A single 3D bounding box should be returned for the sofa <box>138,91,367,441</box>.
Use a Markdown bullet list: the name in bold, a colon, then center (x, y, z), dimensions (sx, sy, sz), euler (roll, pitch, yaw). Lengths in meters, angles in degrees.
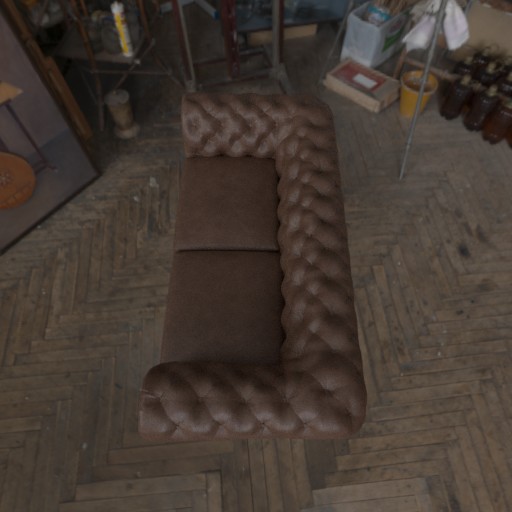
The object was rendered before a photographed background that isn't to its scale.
- **sofa**: center (0.000, 0.000, 2.530), dimensions (0.955, 0.784, 2.048), euler (0, 59, 0)
